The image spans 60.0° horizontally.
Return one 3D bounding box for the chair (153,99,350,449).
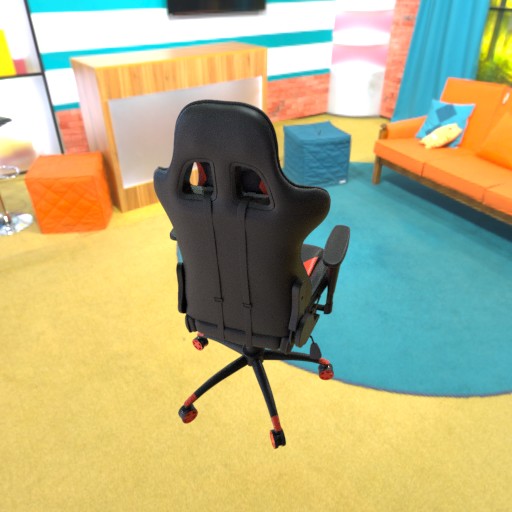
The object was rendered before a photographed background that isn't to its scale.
[{"bbox_3d":[0.000,0.000,1.705,0.695,1.282,0.730,10,34,15],"label":"chair"}]
